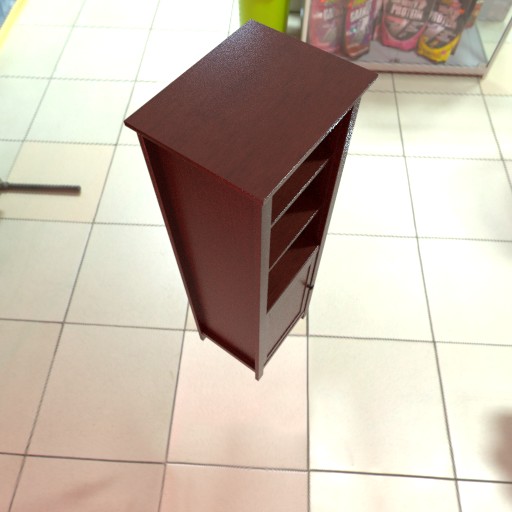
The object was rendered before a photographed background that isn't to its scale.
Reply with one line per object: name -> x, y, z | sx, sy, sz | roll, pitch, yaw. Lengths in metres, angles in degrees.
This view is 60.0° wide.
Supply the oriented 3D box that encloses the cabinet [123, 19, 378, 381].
cabinet -> 0.000, 0.000, 1.726 | 0.401, 1.518, 0.500 | 32, 64, 17
